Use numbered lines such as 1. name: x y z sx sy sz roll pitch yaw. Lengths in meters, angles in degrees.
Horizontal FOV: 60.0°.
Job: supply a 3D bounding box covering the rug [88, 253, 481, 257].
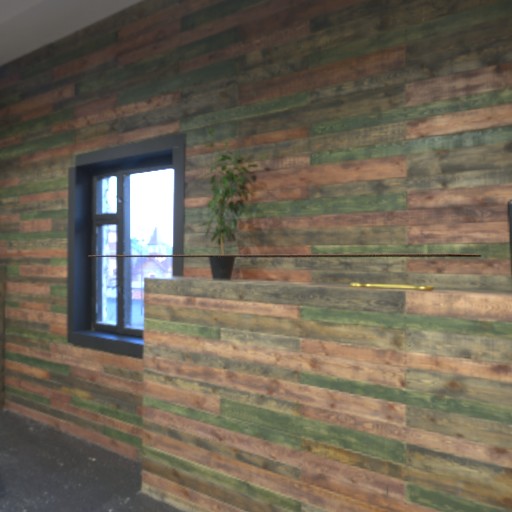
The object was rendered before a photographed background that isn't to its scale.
1. rug: 0.000 0.000 2.792 2.448 0.012 0.769 0 0 36
